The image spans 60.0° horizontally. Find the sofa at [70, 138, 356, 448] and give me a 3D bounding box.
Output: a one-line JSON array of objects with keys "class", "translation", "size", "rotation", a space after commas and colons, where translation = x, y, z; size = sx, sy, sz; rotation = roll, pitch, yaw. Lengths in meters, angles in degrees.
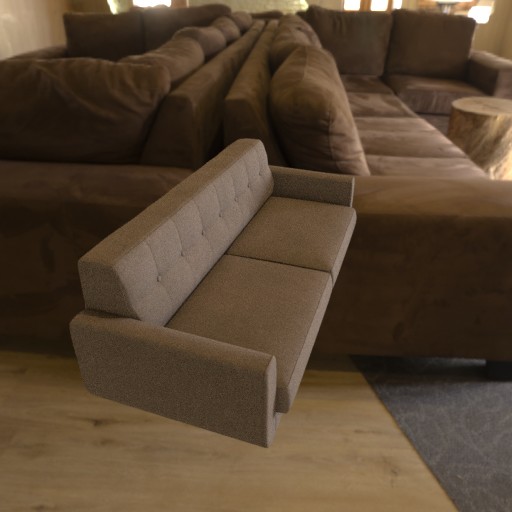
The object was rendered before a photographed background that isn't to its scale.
[{"class": "sofa", "translation": [0.000, 0.000, 2.551], "size": [0.909, 0.841, 2.029], "rotation": [10, 33, 17]}]
